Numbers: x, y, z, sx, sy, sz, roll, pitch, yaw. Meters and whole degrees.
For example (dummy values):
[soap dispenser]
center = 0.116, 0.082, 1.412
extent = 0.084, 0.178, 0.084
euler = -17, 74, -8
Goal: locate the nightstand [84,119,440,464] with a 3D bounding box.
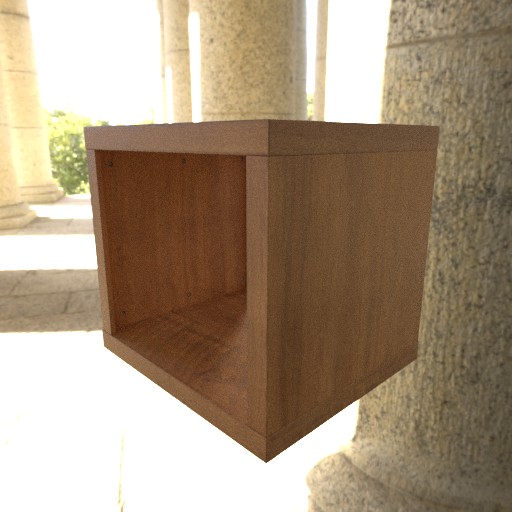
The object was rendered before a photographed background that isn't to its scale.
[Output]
[nightstand]
center = 0.000, 0.000, 0.873
extent = 0.436, 0.491, 0.493
euler = -14, 20, -42
